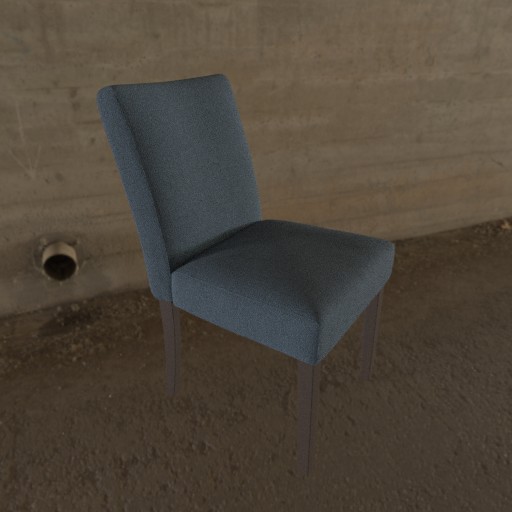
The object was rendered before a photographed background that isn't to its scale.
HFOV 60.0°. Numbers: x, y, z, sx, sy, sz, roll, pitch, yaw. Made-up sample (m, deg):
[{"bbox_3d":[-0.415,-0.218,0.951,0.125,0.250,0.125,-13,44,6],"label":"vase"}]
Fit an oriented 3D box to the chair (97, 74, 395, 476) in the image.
[{"bbox_3d":[0.000,0.000,1.216,0.629,0.882,0.487,17,31,30],"label":"chair"}]
